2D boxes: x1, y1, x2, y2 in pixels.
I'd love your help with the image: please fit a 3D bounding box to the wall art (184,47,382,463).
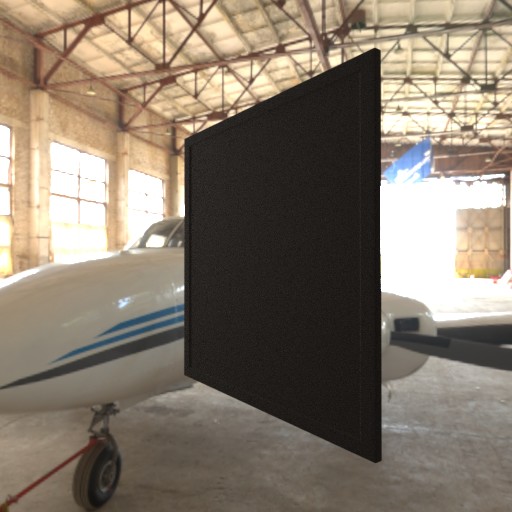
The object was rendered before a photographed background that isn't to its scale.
[{"bbox_3d":[0.000,0.000,0.824,0.012,0.558,0.562,0,-1,-36],"label":"wall art"}]
